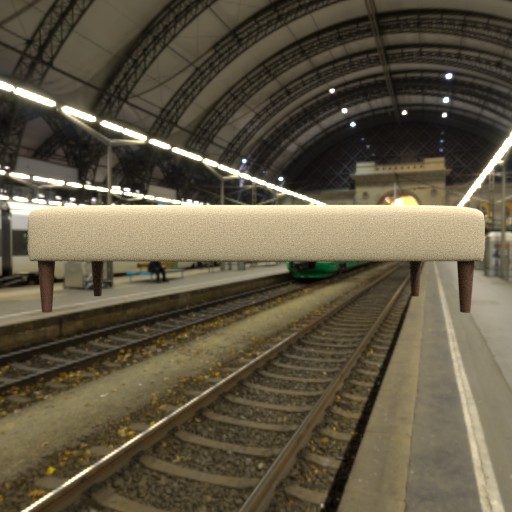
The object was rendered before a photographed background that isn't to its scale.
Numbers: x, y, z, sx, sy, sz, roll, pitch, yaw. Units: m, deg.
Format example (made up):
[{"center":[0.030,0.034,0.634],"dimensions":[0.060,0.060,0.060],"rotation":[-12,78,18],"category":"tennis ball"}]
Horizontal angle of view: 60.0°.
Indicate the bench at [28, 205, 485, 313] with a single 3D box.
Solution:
[{"center":[0.000,0.000,1.851],"dimensions":[1.609,0.393,0.646],"rotation":[0,1,0],"category":"bench"}]
